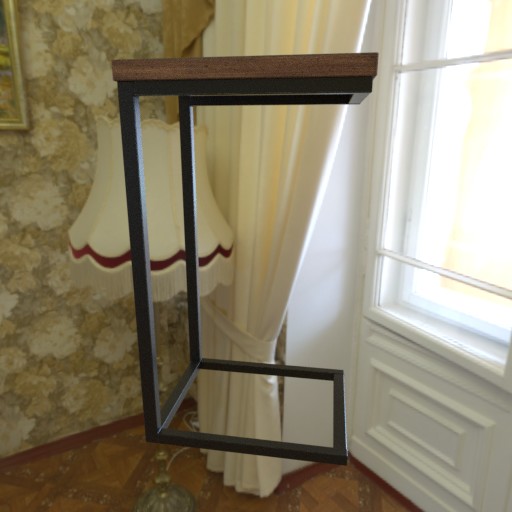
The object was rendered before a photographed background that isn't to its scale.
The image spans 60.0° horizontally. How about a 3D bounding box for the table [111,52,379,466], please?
[{"bbox_3d":[0.000,0.000,0.920,0.414,0.718,0.323,3,16,9],"label":"table"}]
